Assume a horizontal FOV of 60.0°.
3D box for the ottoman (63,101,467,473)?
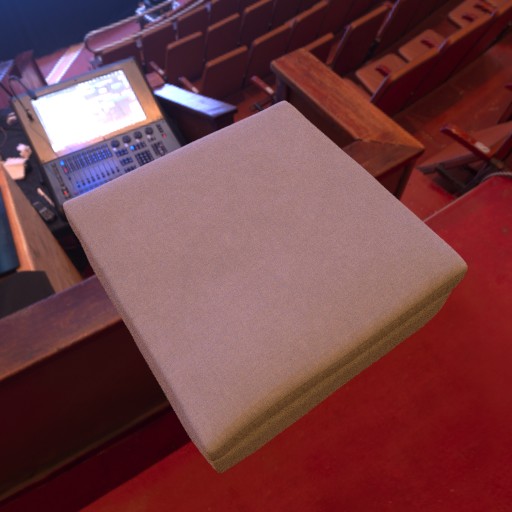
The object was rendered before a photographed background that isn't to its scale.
[{"bbox_3d":[0.000,0.000,1.842,1.171,0.517,1.203,-30,62,-18],"label":"ottoman"}]
